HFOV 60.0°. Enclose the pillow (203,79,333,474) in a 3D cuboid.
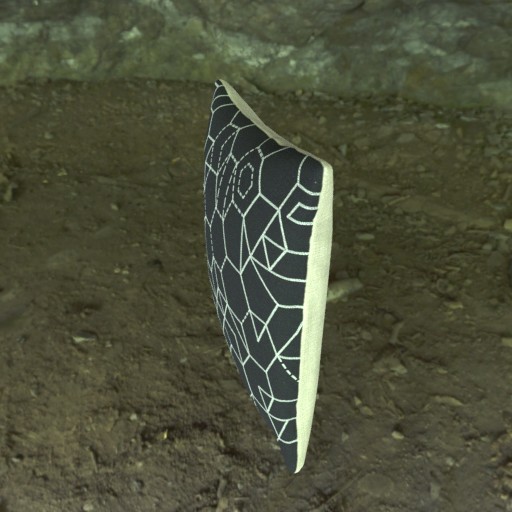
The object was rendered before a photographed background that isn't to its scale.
[{"bbox_3d":[0.000,0.000,0.779,0.158,0.508,0.517,-8,32,-14],"label":"pillow"}]
